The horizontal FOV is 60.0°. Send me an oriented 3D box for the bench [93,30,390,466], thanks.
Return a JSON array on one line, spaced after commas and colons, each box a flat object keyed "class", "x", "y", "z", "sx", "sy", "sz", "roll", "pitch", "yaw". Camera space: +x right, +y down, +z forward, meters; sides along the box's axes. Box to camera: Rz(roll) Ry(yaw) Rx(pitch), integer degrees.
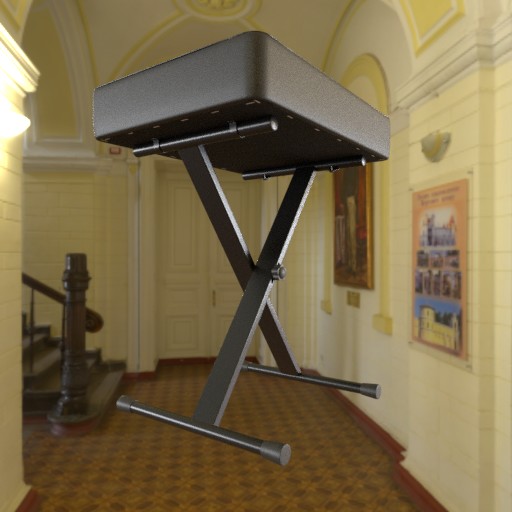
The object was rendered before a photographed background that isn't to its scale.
[{"class": "bench", "x": 0.000, "y": 0.000, "z": 0.744, "sx": 0.321, "sy": 0.500, "sz": 0.424, "roll": 0, "pitch": 0, "yaw": 36}]
